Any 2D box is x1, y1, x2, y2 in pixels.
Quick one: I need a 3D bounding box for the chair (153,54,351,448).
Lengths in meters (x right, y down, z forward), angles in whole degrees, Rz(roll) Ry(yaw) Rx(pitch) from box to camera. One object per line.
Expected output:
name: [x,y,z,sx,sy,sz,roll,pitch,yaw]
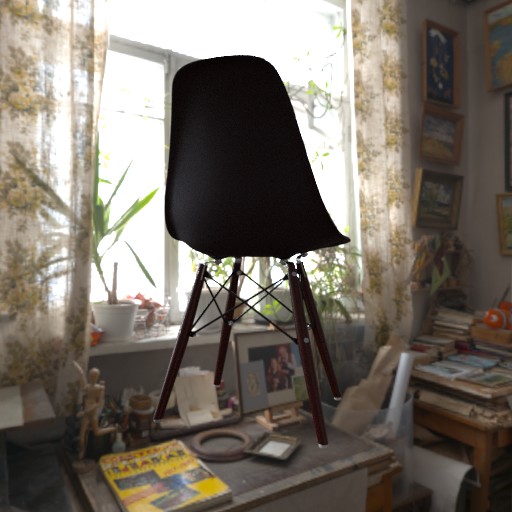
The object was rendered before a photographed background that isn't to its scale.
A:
chair: [0.000,0.000,1.167,0.470,0.826,0.533,0,0,18]
